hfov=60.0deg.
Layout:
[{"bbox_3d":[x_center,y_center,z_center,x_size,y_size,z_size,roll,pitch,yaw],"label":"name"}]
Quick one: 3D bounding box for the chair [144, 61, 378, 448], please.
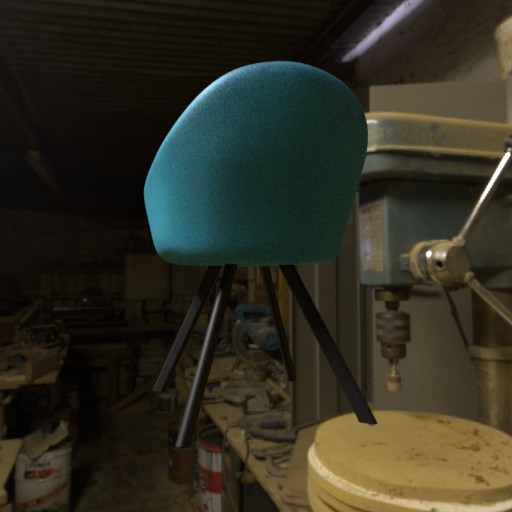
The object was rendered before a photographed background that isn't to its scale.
[{"bbox_3d":[0.000,0.000,1.148,0.540,0.780,0.570,1,-3,-18],"label":"chair"}]
